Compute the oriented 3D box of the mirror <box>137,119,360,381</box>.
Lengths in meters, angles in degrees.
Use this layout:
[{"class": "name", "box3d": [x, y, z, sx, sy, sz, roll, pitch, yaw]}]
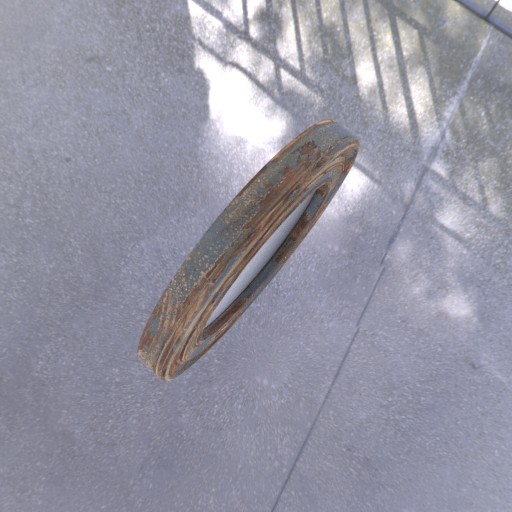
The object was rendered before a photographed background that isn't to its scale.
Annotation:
[{"class": "mirror", "box3d": [0.000, 0.000, 0.884, 0.061, 0.585, 0.585, 39, 80, 9]}]
